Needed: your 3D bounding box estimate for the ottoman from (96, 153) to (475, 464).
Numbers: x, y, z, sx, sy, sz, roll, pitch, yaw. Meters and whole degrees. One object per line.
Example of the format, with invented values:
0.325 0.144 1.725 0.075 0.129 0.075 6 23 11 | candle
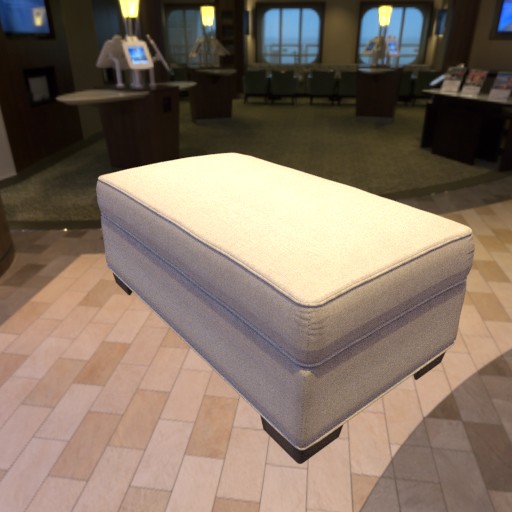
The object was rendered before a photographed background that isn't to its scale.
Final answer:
0.000 0.000 1.418 0.617 0.461 1.097 -19 32 -34 | ottoman
